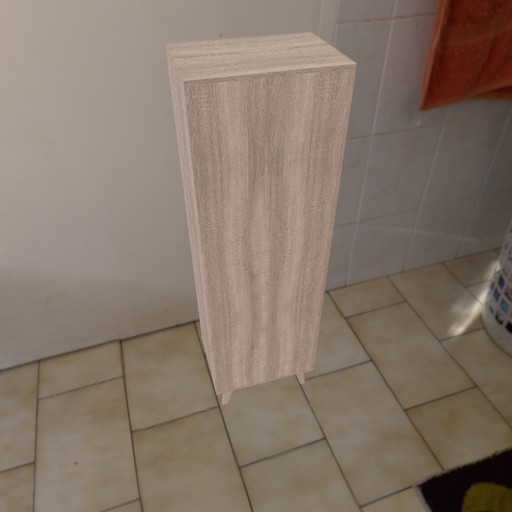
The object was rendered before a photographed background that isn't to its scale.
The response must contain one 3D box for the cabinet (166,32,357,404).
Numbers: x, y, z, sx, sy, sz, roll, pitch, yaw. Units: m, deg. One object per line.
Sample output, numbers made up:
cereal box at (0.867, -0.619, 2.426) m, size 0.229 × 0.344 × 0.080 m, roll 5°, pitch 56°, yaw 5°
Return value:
cabinet at (0.000, 0.000, 2.136) m, size 0.570 × 1.850 × 0.400 m, roll -11°, pitch 42°, yaw -12°
